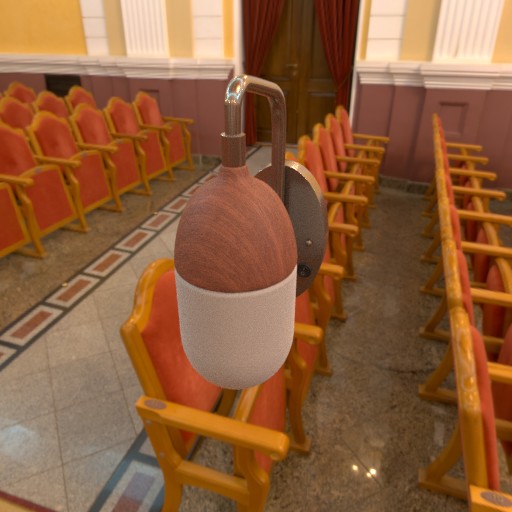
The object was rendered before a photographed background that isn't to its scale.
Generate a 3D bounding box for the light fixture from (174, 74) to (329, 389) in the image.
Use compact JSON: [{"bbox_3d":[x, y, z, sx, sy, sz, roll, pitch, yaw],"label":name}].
[{"bbox_3d":[0.000,0.000,0.443,0.108,0.343,0.216,9,29,17],"label":"light fixture"}]
